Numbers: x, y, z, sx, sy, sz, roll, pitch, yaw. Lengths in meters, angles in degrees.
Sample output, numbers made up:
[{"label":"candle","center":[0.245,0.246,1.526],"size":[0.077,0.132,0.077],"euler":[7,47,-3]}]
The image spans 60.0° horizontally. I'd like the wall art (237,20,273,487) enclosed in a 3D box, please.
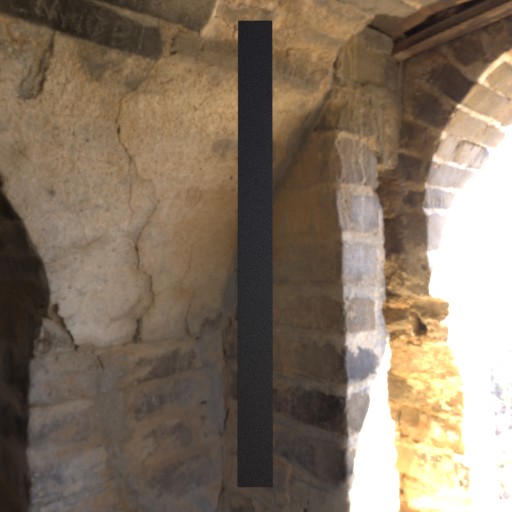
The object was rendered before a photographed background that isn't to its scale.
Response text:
[{"label":"wall art","center":[0.000,0.000,0.526],"size":[0.029,0.381,0.330],"euler":[0,-2,0]}]
